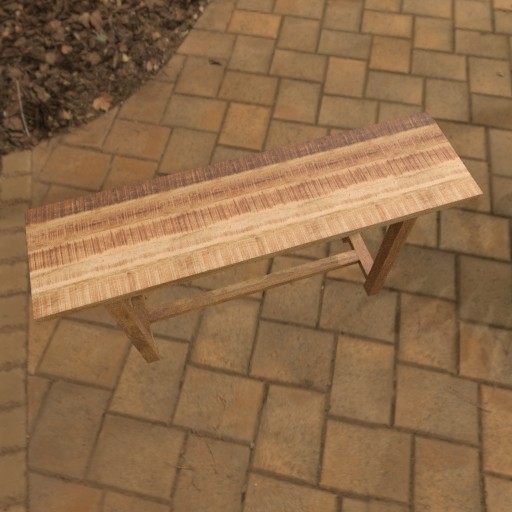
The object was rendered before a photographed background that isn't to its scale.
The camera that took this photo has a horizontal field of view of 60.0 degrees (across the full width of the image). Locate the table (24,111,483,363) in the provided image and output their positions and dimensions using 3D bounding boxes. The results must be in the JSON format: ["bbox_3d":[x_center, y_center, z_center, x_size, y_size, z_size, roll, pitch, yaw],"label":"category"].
[{"bbox_3d":[0.000,0.000,1.881,1.524,0.810,0.405,-16,64,-8],"label":"table"}]
